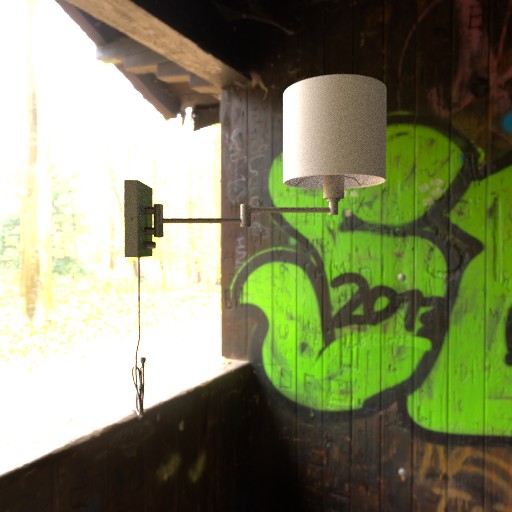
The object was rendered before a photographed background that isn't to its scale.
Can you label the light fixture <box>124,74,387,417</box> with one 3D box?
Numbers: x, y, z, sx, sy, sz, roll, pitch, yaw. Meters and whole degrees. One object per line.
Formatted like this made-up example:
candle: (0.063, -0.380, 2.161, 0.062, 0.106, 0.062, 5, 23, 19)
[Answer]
light fixture: (0.000, 0.000, 0.898, 0.516, 0.651, 0.203, 0, 1, 0)
